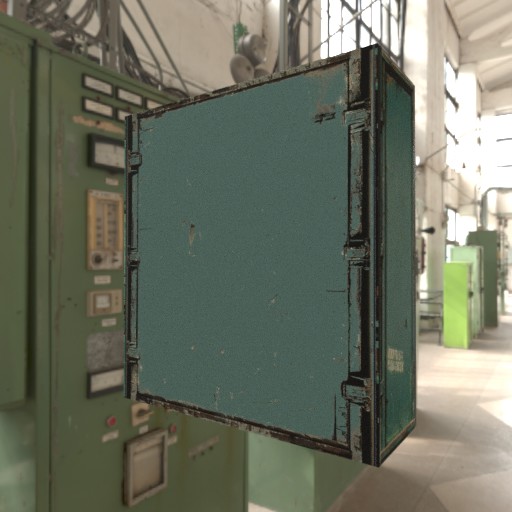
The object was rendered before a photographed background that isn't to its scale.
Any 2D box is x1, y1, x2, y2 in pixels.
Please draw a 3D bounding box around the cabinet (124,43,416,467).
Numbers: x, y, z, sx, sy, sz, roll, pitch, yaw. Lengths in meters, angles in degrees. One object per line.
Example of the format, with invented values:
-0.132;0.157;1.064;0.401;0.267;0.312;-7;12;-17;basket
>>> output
0.000;0.000;3.106;2.000;2.160;0.680;0;-1;35;cabinet
